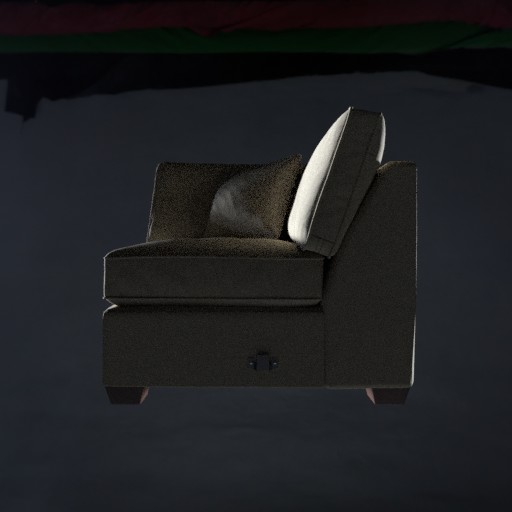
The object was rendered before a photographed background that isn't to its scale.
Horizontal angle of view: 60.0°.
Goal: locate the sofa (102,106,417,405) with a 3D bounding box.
[{"bbox_3d":[0.000,0.000,2.005,1.084,1.002,1.146,0,1,0],"label":"sofa"}]
